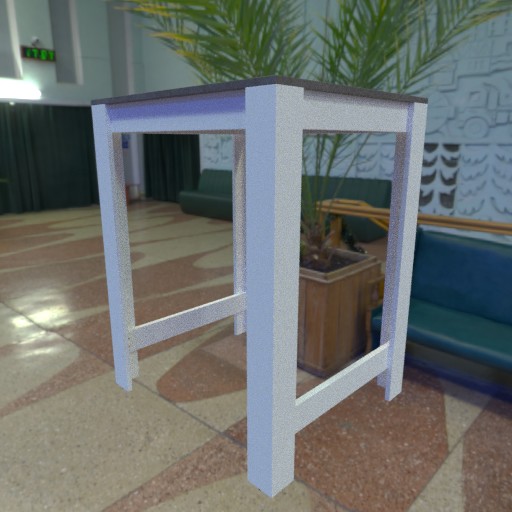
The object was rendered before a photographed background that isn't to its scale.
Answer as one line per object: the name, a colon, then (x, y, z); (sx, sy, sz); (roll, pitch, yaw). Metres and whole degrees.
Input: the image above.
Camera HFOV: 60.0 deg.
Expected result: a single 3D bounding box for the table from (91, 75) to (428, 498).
table: (0.000, 0.000, 1.523); (0.800, 1.020, 0.700); (14, 20, 43)
